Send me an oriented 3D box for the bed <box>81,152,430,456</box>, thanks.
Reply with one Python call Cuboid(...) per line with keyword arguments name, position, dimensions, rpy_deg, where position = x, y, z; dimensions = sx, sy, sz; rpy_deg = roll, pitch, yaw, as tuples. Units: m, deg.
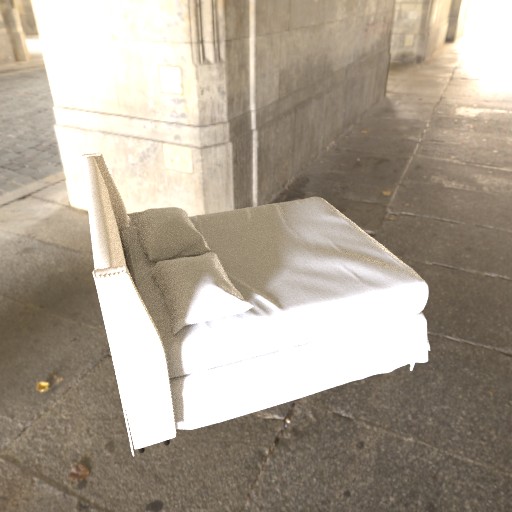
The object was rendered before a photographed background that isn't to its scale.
Cuboid(name="bed", position=(0.000, 0.000, 3.421), dimensions=(2.276, 1.332, 1.925), rpy_deg=(-11, 33, -17))
